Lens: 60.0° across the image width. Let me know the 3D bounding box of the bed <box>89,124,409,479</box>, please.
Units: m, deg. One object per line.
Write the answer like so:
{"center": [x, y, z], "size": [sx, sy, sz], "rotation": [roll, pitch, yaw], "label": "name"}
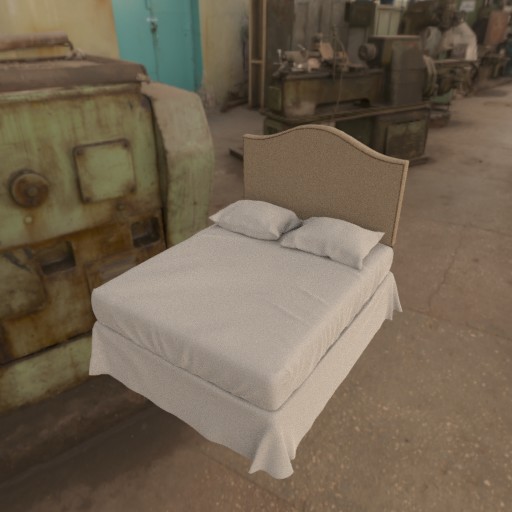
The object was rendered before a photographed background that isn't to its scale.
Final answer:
{"center": [0.000, 0.000, 3.461], "size": [1.876, 1.645, 2.221], "rotation": [18, 34, 29], "label": "bed"}
